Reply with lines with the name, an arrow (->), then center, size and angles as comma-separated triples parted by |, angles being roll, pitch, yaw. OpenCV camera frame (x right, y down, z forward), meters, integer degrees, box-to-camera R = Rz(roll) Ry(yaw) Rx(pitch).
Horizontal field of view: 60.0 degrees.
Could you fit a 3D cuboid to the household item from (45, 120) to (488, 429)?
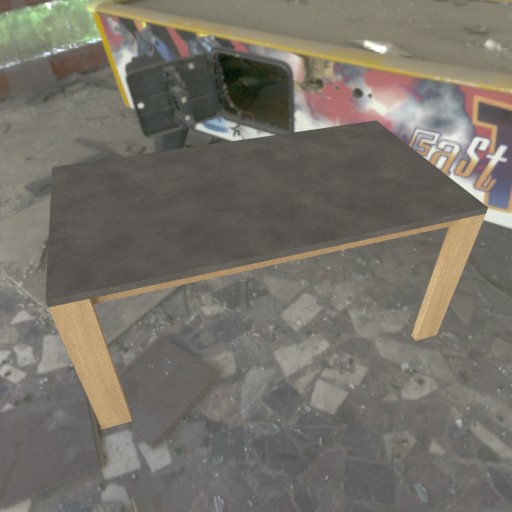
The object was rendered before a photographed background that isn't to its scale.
household item -> 0.000, 0.000, 2.065 | 1.600, 0.755, 0.850 | -12, 42, -14
